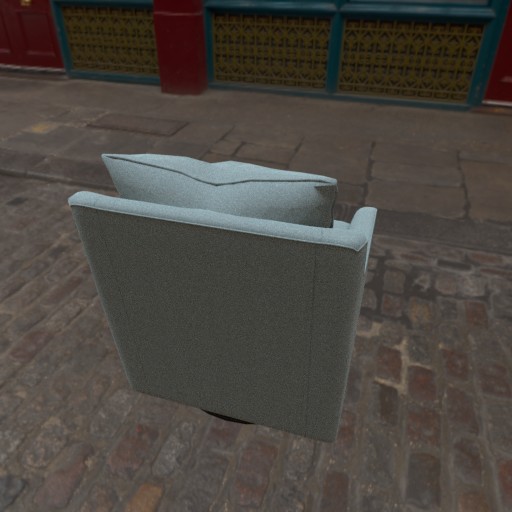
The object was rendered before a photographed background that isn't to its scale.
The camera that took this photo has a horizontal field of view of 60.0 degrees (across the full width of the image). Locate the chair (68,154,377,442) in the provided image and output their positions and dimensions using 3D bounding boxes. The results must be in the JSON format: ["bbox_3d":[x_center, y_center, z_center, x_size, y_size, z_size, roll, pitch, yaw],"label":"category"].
[{"bbox_3d":[0.000,0.000,1.547,0.760,0.926,0.870,10,34,15],"label":"chair"}]
